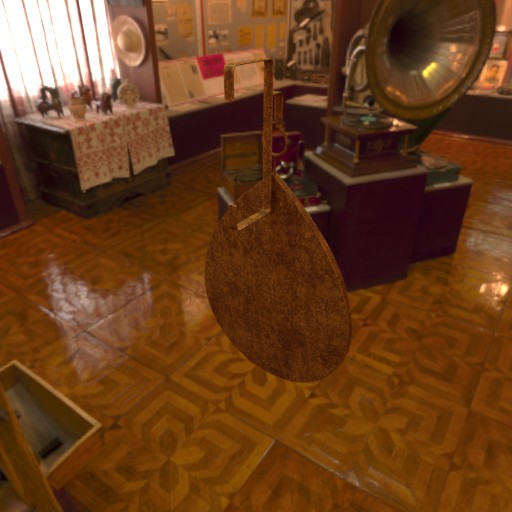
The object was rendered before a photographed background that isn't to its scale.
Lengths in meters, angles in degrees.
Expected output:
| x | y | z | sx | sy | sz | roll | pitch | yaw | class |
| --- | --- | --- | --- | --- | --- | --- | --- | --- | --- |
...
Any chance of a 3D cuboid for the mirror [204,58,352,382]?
| x | y | z | sx | sy | sz | roll | pitch | yaw | class |
| --- | --- | --- | --- | --- | --- | --- | --- | --- | --- |
| 0.000 | 0.000 | 0.915 | 0.405 | 0.744 | 0.144 | 21 | 36 | 31 | mirror |
